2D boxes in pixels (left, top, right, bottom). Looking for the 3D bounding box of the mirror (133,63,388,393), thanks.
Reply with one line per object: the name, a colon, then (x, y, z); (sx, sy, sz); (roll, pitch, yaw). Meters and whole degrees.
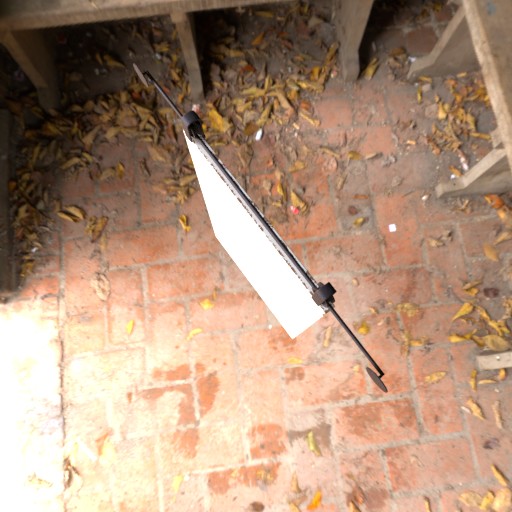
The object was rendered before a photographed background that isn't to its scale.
mirror: (0.000, 0.000, 1.205); (0.037, 0.844, 0.808); (-36, 79, -8)
